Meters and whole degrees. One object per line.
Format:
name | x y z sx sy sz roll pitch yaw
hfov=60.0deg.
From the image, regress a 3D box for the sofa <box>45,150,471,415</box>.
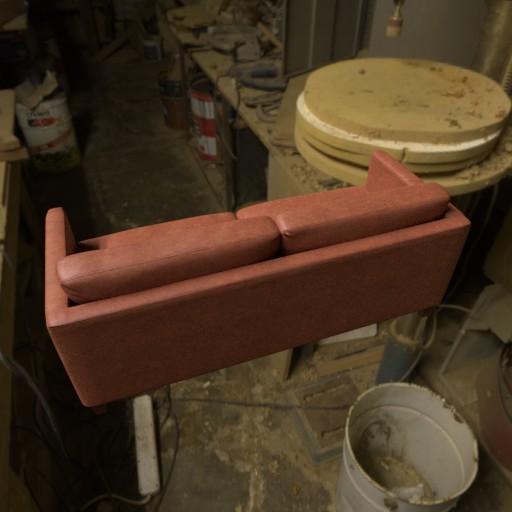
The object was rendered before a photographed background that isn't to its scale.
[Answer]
sofa | 0.000 0.000 2.642 2.204 0.932 0.950 -13 42 -15
